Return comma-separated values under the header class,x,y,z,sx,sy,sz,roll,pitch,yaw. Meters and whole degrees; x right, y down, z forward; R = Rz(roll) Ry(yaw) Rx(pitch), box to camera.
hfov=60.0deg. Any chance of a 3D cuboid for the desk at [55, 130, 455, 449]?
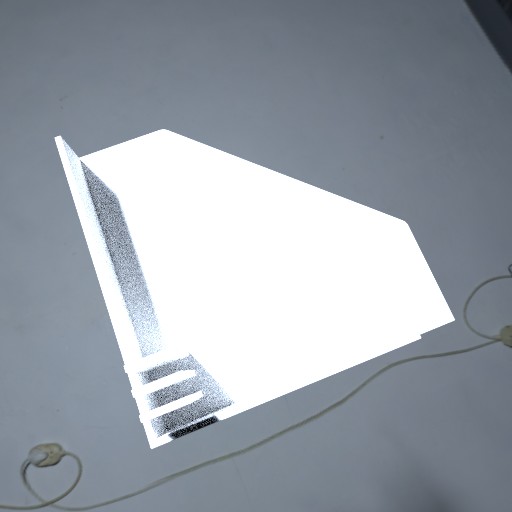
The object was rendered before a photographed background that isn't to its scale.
class,x,y,z,sx,sy,sz,roll,pitch,yaw
desk,0.000,0.000,1.675,0.940,0.986,0.940,-21,77,-5
